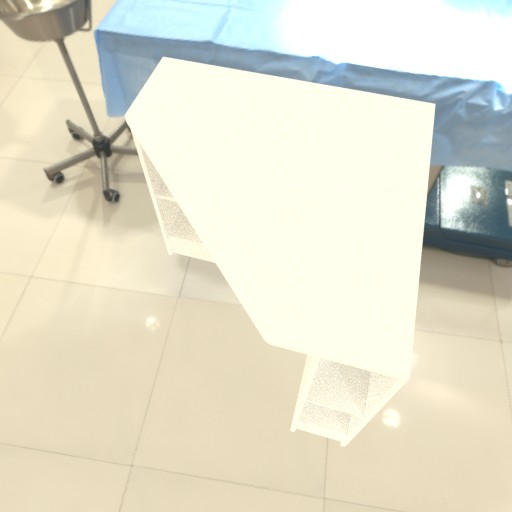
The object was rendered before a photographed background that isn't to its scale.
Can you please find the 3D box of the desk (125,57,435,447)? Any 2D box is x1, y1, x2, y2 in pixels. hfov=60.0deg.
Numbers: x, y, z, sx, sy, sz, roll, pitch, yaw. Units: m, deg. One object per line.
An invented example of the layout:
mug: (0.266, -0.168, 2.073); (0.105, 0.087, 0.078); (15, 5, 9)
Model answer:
desk: (0.000, 0.000, 1.597); (0.940, 0.818, 0.926); (13, 58, 8)
